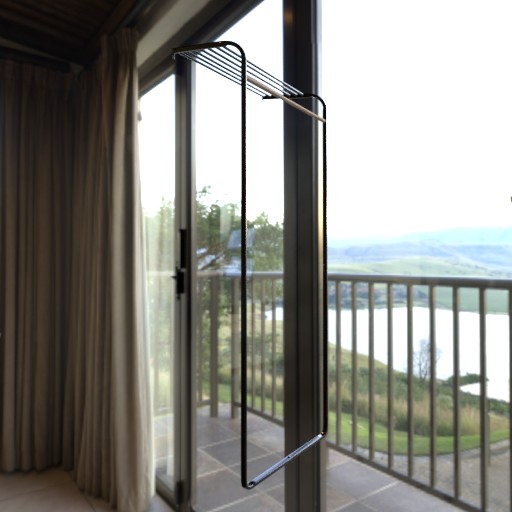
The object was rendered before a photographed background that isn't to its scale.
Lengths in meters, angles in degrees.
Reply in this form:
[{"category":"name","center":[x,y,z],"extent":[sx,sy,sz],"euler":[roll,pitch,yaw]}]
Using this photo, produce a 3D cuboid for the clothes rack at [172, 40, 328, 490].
[{"category":"clothes rack","center":[0.000,0.000,1.815],"extent":[0.349,1.574,0.609],"euler":[0,-1,36]}]
